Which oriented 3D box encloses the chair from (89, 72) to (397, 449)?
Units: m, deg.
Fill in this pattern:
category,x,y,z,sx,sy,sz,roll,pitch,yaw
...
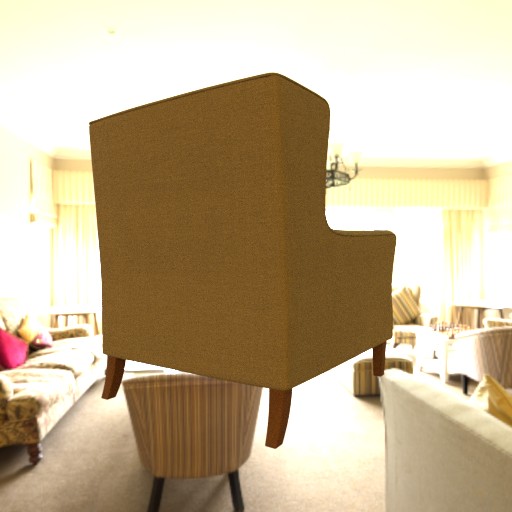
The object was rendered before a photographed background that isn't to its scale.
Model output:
category,x,y,z,sx,sy,sz,roll,pitch,yaw
chair,0.000,0.000,1.809,0.866,1.056,1.040,0,0,34
